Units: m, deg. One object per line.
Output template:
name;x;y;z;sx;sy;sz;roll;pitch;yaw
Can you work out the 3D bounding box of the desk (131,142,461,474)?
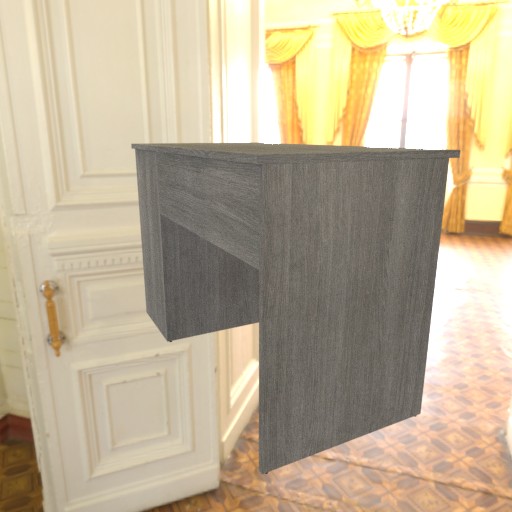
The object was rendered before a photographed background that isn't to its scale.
desk;0.000;0.000;1.526;0.560;0.735;1.097;-8;17;-26
